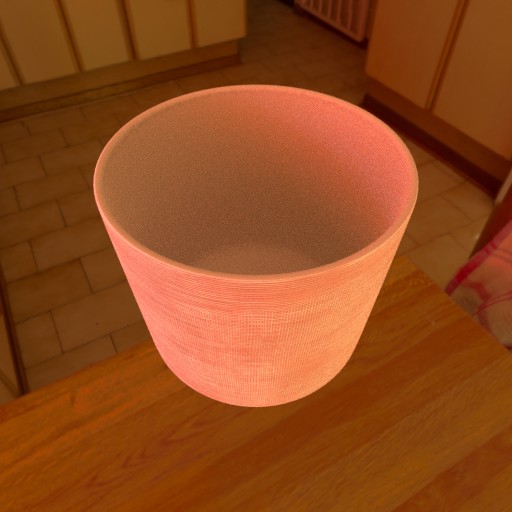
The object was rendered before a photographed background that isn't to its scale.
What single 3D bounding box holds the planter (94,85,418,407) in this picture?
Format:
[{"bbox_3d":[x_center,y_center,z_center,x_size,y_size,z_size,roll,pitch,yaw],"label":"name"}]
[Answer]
[{"bbox_3d":[0.000,0.000,0.763,0.440,0.398,0.440,0,47,0],"label":"planter"}]
